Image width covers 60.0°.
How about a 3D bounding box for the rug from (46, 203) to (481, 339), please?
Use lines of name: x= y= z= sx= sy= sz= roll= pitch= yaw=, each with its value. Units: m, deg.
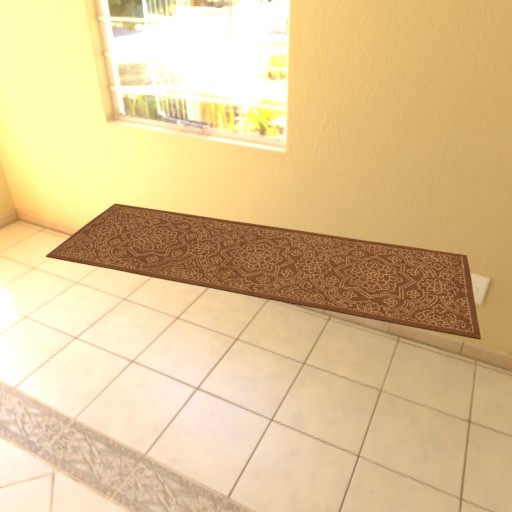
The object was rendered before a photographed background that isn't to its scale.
rug: x=0.000 y=0.000 z=2.688 sx=2.448 sy=0.012 sz=0.769 roll=9 pitch=34 yaw=14
